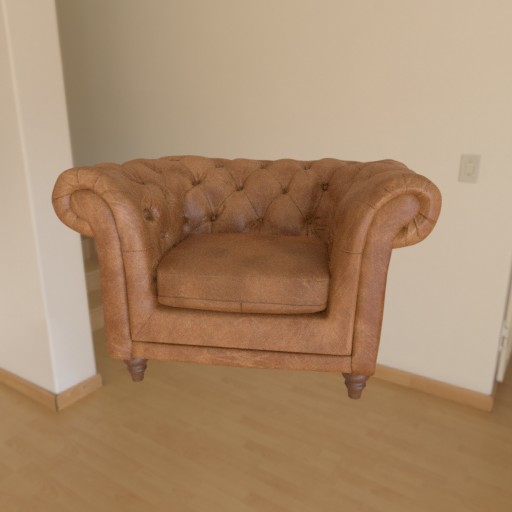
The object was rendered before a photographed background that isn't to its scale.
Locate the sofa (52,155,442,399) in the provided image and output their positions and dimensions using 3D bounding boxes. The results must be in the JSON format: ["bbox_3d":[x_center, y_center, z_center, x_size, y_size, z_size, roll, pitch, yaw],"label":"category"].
[{"bbox_3d":[0.000,0.000,2.047,1.405,0.878,1.033,2,16,8],"label":"sofa"}]
